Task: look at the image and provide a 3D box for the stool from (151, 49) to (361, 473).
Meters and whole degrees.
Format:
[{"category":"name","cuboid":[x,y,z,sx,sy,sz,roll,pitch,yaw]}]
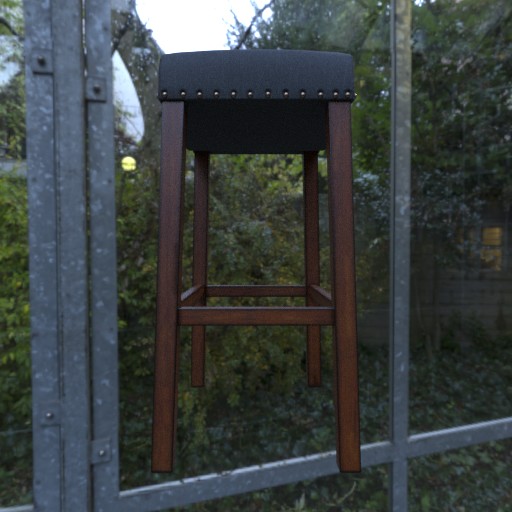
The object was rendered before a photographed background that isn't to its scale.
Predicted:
[{"category":"stool","cuboid":[0.000,0.000,1.013,0.366,0.748,0.502,0,1,0]}]
